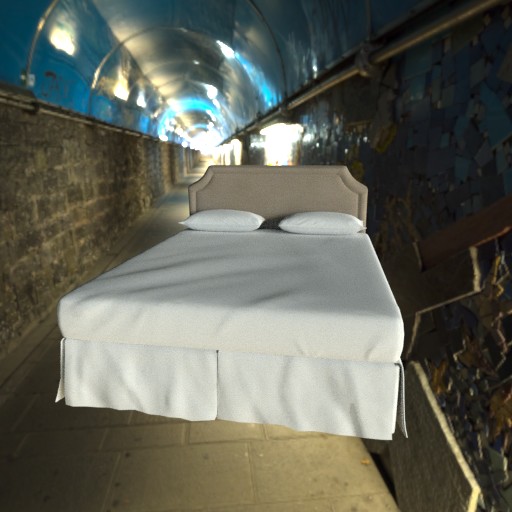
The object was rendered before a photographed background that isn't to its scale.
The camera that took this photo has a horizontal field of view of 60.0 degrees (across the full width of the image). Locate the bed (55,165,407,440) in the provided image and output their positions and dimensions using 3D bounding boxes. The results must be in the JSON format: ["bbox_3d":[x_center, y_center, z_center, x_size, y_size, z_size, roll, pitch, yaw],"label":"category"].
[{"bbox_3d":[0.000,0.000,3.424,1.977,1.293,2.498,2,14,9],"label":"bed"}]
